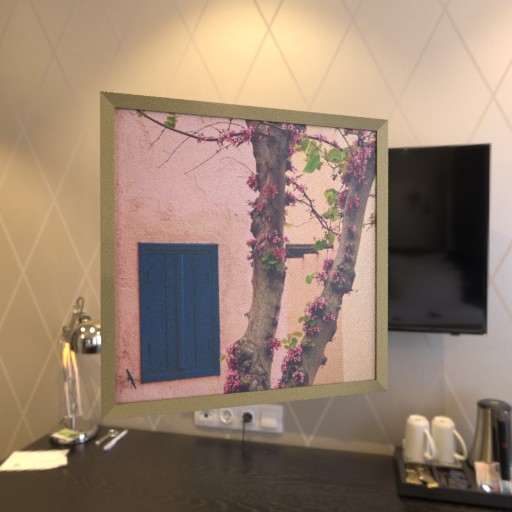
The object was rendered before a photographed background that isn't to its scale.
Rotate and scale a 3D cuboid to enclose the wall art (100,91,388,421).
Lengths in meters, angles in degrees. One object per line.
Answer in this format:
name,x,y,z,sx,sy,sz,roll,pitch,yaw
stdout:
wall art,0.000,0.000,1.153,0.762,0.762,0.038,0,1,-17
